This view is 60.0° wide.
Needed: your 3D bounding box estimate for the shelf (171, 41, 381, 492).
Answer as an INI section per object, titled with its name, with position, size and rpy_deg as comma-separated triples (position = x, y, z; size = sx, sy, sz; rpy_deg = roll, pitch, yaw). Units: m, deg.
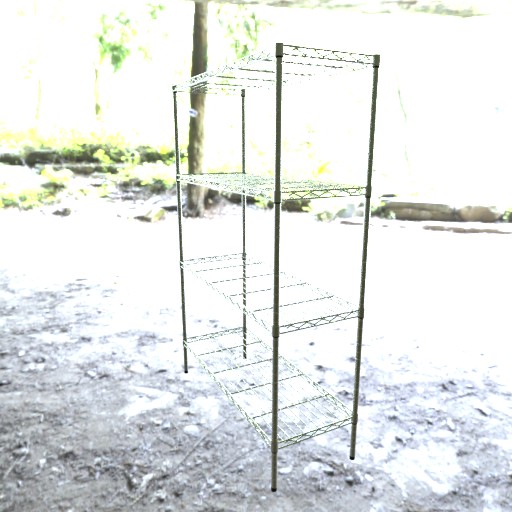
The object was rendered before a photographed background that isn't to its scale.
[shelf]
position = 0.000, 0.000, 1.752
size = 0.352, 1.360, 0.907
rpy_deg = -7, 16, -27
